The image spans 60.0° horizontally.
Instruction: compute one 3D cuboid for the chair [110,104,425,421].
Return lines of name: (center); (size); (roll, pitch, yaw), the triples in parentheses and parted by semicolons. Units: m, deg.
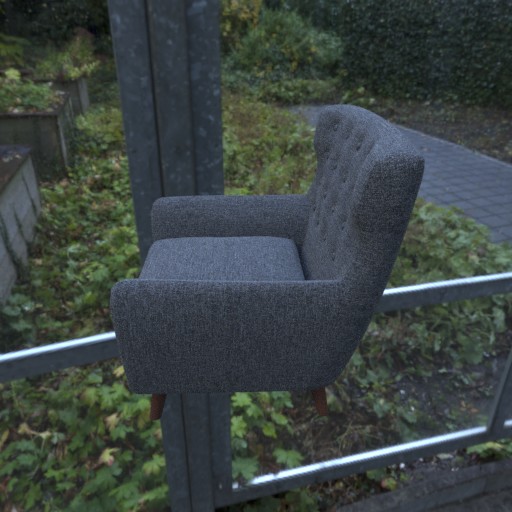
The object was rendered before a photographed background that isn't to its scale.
chair: (0.000, 0.000, 1.739); (0.940, 1.039, 0.889); (-1, 27, -2)
